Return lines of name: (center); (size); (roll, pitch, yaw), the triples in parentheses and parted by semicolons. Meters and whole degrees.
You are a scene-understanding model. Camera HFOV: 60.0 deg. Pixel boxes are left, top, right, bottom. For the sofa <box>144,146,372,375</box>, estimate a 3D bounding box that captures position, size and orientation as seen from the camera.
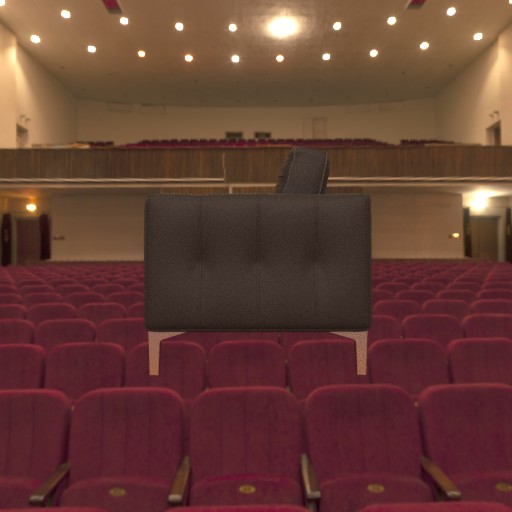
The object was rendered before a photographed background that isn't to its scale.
sofa: (0.000, 0.000, 2.685); (0.833, 0.893, 2.275); (0, -1, 0)
